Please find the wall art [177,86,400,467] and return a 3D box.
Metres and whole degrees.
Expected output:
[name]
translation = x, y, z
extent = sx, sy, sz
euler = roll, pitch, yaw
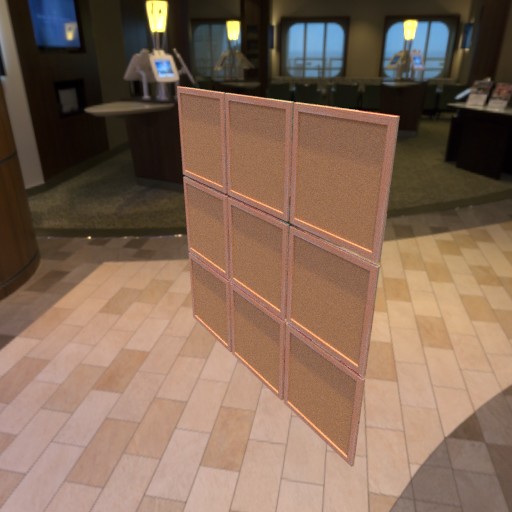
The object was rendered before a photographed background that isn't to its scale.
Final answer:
[wall art]
translation = 0.000, 0.000, 1.800
extent = 0.013, 1.220, 1.216
euler = -17, 30, -32
